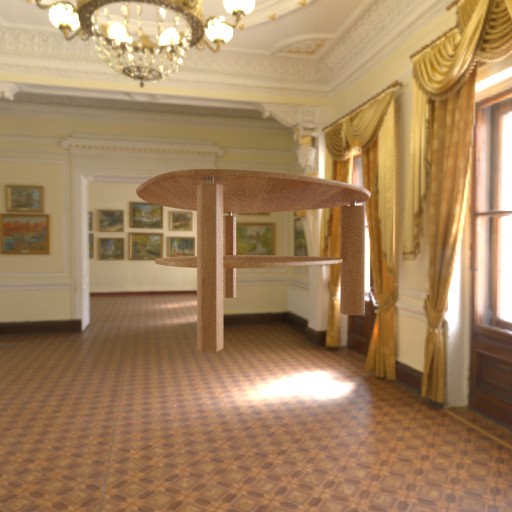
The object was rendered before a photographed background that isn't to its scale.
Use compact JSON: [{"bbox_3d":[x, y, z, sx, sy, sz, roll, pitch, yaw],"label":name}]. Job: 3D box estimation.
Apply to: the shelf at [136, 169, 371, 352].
[{"bbox_3d":[0.000,0.000,1.673,0.845,0.440,1.246,0,1,-1],"label":"shelf"}]
